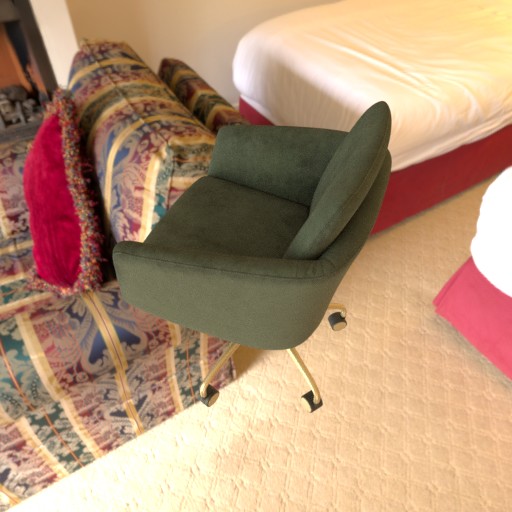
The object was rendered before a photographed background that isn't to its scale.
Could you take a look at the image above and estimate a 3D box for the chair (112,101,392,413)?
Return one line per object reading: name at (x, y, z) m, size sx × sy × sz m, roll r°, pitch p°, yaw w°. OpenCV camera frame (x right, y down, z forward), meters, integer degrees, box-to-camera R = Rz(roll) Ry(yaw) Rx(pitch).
chair at (0.000, 0.000, 1.332) m, size 0.635 × 0.908 × 0.641 m, roll 16°, pitch 48°, yaw 15°
